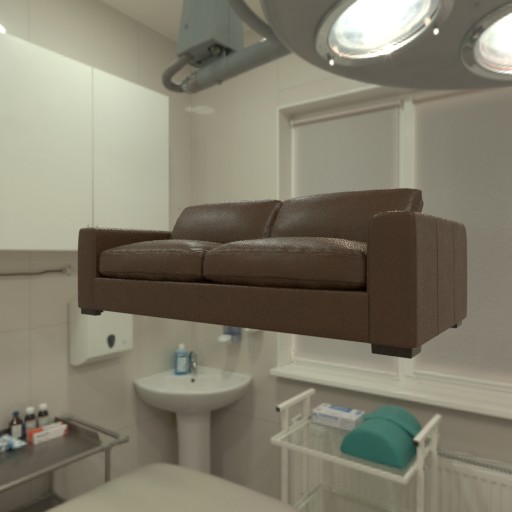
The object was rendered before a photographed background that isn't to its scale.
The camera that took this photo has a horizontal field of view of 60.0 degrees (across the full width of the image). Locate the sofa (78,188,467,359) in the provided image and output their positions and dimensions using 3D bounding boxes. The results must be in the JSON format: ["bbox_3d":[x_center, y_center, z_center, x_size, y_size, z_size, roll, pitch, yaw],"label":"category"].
[{"bbox_3d":[0.000,0.000,2.786,2.262,0.801,1.070,0,1,35],"label":"sofa"}]
